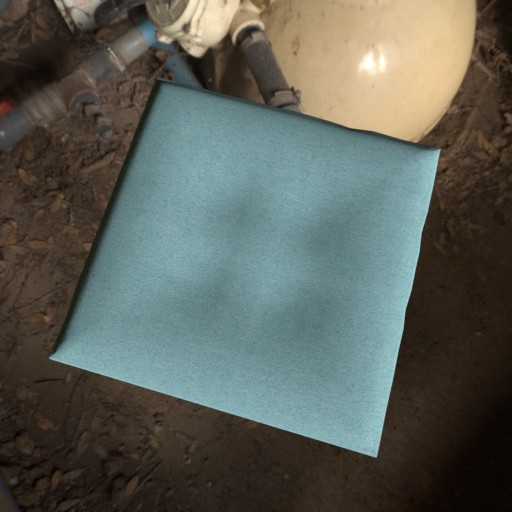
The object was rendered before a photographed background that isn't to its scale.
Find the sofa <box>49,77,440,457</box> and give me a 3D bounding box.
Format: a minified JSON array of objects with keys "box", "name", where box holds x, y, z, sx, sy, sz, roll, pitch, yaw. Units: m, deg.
[{"box":[0.000,0.000,1.389,0.930,0.330,0.930,16,77,4],"name":"sofa"}]
